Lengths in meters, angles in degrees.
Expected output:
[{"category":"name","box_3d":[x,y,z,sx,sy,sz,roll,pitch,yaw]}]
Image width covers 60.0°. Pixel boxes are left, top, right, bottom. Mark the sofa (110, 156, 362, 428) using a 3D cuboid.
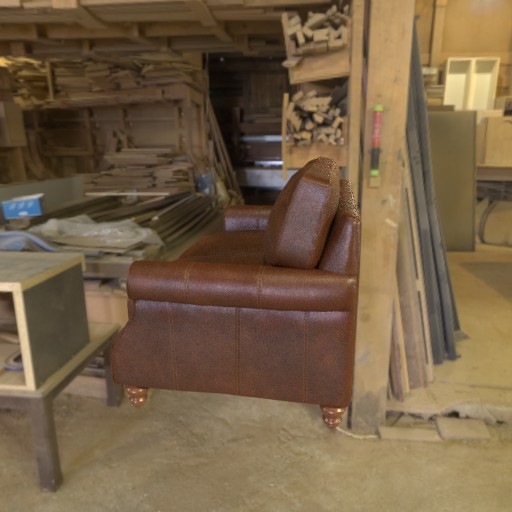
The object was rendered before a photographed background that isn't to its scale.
[{"category":"sofa","box_3d":[0.000,0.000,2.316,0.990,0.976,1.616,3,15,10]}]
